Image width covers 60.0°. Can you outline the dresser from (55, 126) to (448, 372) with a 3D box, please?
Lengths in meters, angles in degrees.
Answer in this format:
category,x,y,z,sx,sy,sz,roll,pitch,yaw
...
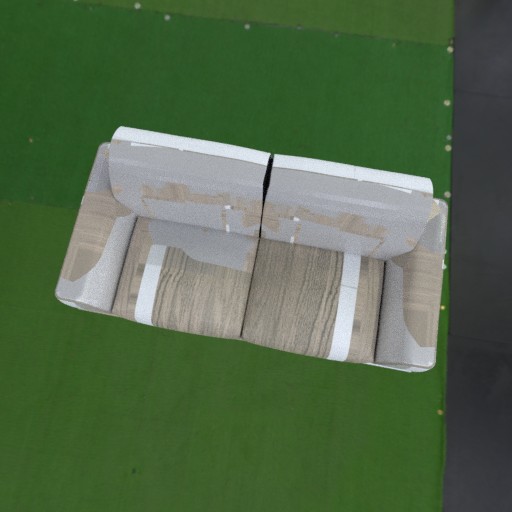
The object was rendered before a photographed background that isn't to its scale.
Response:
category,x,y,z,sx,sy,sz,roll,pitch,yaw
dresser,0.000,0.000,5.826,4.679,1.863,2.251,10,76,3
